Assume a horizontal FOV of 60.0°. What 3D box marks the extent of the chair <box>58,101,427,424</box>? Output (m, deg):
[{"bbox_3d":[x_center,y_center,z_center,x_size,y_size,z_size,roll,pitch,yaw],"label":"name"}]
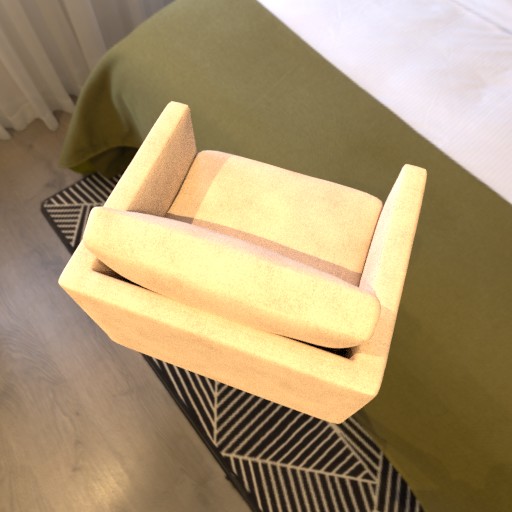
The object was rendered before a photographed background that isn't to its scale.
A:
[{"bbox_3d":[0.000,0.000,1.856,1.133,0.961,0.959,18,64,9],"label":"chair"}]
